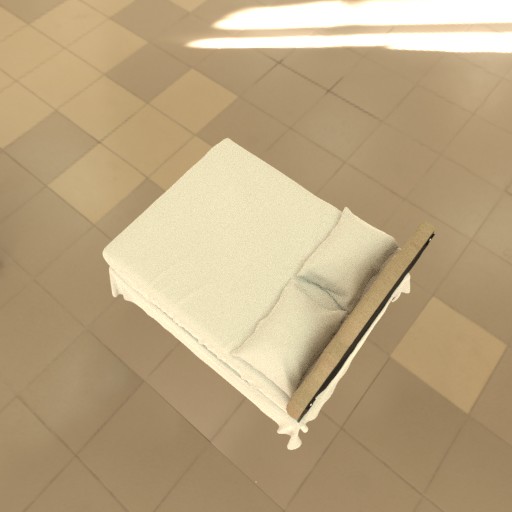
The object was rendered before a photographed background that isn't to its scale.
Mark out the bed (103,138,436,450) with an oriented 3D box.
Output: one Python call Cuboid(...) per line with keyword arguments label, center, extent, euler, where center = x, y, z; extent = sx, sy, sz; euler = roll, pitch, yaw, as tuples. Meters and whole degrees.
Cuboid(label="bed", center=(0.000, 0.000, 3.473), extent=(2.222, 1.634, 1.780), euler=(36, 68, 17))
